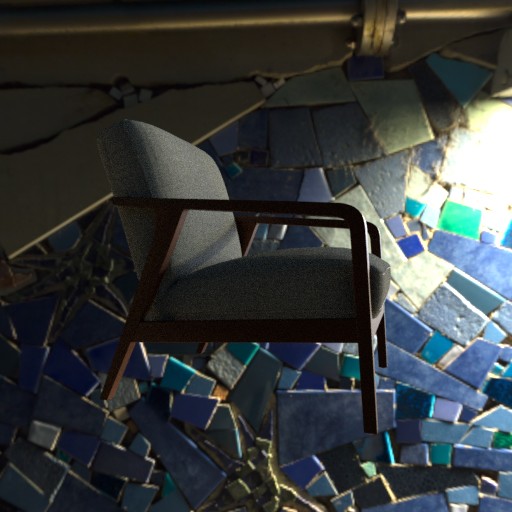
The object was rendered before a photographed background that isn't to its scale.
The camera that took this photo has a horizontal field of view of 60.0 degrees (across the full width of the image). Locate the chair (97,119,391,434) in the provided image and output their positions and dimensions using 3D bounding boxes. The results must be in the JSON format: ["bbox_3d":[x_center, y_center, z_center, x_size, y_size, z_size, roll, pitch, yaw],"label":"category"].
[{"bbox_3d":[0.000,0.000,1.493,0.858,0.847,0.704,0,1,19],"label":"chair"}]
